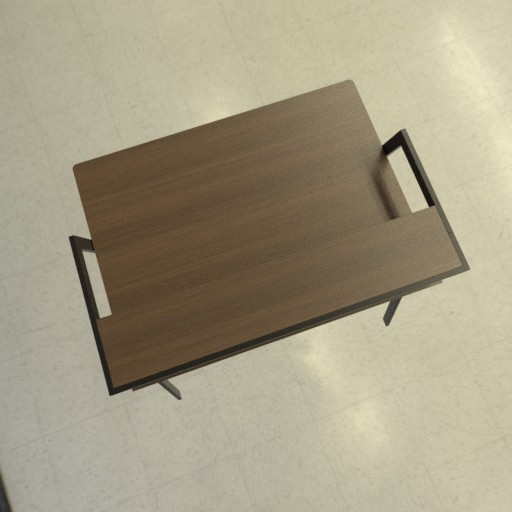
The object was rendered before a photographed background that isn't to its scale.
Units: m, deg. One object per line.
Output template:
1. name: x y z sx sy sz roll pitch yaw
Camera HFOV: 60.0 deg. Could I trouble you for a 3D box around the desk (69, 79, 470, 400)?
1. desk: 0.000 0.000 1.882 1.143 0.998 0.936 -19 78 -4
